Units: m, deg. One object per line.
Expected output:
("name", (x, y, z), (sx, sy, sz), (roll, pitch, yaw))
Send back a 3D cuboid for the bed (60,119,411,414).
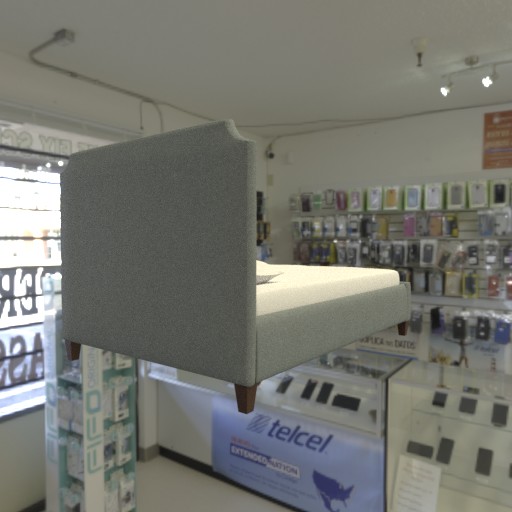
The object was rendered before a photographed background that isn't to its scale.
("bed", (0.000, 0.000, 3.516), (1.712, 1.443, 2.372), (2, 2, 38))
